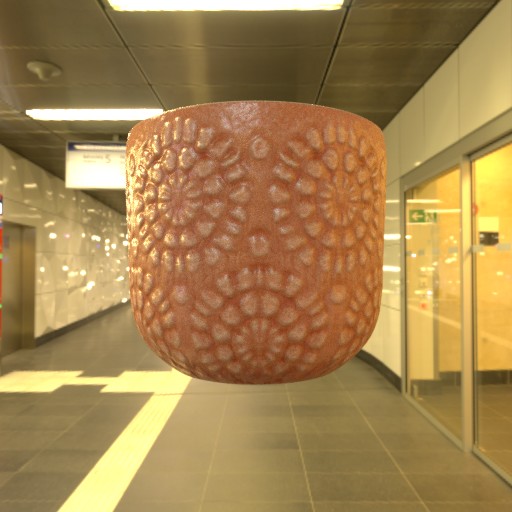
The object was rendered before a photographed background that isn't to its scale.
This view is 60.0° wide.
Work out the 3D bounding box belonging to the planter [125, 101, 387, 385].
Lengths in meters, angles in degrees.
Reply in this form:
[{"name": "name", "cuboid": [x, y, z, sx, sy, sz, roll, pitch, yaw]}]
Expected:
[{"name": "planter", "cuboid": [0.000, 0.000, 0.218, 0.124, 0.109, 0.124, 0, -1, 0]}]
